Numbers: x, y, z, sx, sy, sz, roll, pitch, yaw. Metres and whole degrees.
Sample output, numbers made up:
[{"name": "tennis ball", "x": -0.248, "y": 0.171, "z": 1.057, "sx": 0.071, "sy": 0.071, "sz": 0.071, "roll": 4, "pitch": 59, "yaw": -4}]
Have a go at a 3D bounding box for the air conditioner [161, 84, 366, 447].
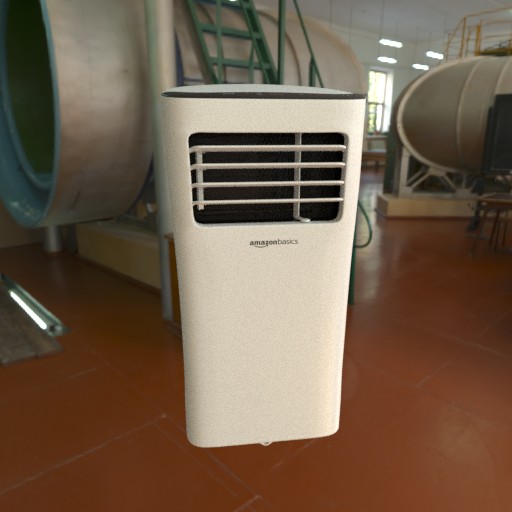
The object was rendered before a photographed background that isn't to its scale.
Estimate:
[{"name": "air conditioner", "x": 0.000, "y": 0.000, "z": 0.953, "sx": 0.352, "sy": 0.716, "sz": 0.369, "roll": -2, "pitch": 16, "yaw": -7}]
